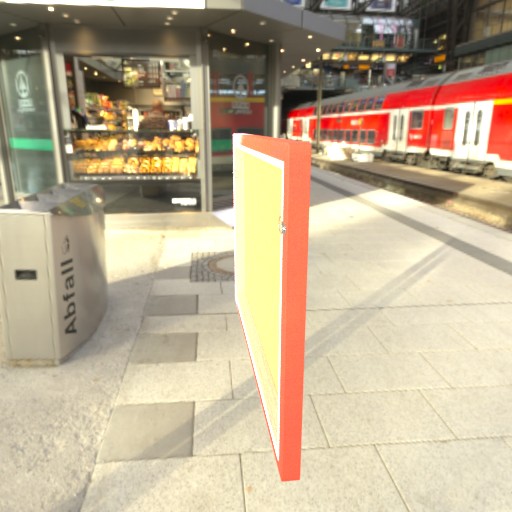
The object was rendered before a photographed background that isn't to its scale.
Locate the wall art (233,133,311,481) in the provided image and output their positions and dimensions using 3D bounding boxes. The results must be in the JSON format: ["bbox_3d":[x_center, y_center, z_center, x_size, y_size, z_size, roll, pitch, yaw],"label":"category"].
[{"bbox_3d":[0.000,0.000,1.168,0.040,0.609,0.913,-2,16,-8],"label":"wall art"}]
